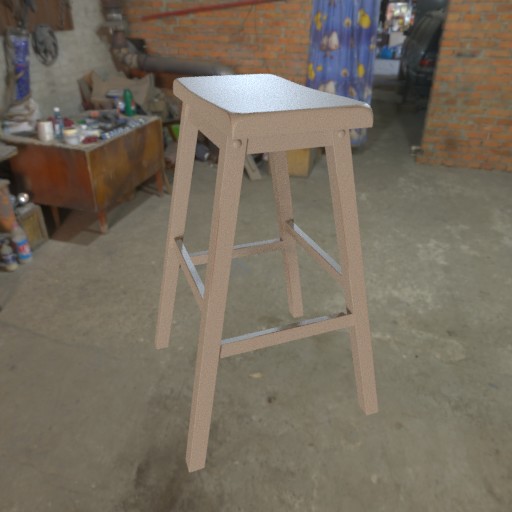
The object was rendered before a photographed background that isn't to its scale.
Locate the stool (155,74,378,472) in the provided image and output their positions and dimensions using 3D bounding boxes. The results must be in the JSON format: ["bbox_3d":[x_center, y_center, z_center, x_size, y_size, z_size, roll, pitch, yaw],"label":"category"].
[{"bbox_3d":[0.000,0.000,1.034,0.476,0.737,0.457,-10,30,-18],"label":"stool"}]
